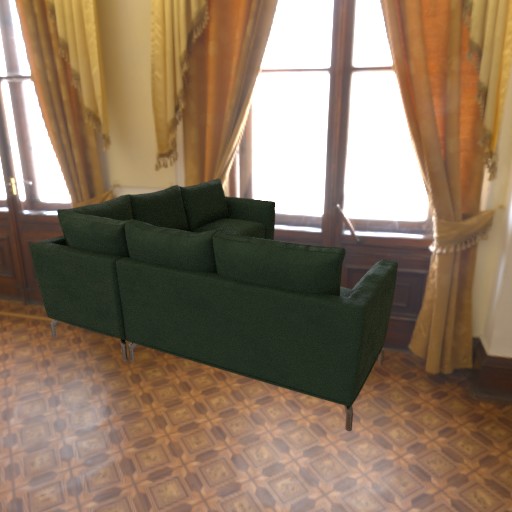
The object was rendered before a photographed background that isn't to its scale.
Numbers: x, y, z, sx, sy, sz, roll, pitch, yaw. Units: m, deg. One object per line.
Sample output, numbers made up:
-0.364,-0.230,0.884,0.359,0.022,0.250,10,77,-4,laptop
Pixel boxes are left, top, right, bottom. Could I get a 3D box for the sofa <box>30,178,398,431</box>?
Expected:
0.000,0.000,3.781,2.468,1.004,2.452,9,19,26,sofa
